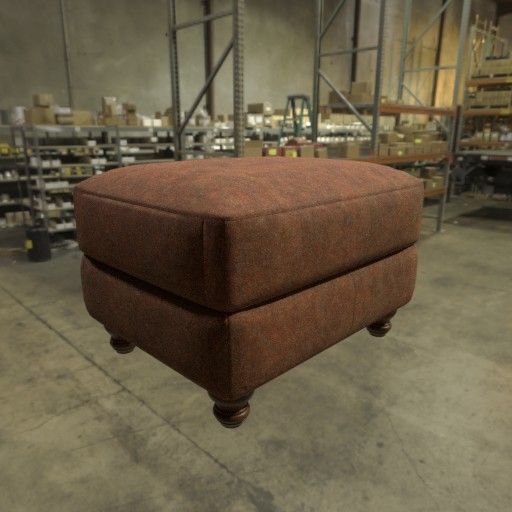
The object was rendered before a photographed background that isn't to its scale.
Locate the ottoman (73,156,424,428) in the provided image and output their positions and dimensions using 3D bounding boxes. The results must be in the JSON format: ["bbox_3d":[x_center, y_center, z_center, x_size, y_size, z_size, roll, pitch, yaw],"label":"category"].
[{"bbox_3d":[0.000,0.000,1.194,0.787,0.508,0.635,-15,22,-43],"label":"ottoman"}]
